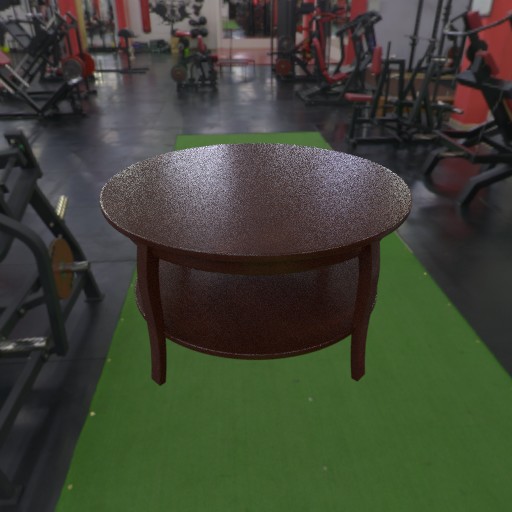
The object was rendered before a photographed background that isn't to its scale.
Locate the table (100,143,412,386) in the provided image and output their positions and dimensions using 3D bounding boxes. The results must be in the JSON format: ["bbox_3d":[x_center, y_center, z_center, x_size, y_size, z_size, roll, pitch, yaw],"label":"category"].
[{"bbox_3d":[0.000,0.000,1.472,0.911,0.512,0.911,0,29,0],"label":"table"}]
